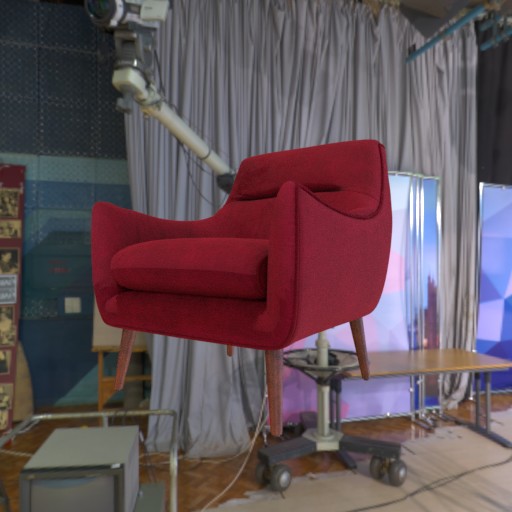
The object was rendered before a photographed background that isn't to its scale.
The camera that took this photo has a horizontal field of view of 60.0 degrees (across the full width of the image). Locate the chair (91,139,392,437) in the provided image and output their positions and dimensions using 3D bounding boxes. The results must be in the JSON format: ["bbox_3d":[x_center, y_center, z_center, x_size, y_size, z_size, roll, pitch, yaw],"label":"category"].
[{"bbox_3d":[0.000,0.000,1.476,0.762,0.838,0.787,0,1,36],"label":"chair"}]
